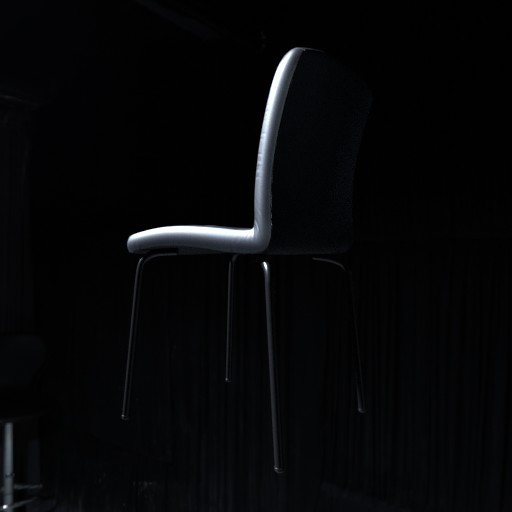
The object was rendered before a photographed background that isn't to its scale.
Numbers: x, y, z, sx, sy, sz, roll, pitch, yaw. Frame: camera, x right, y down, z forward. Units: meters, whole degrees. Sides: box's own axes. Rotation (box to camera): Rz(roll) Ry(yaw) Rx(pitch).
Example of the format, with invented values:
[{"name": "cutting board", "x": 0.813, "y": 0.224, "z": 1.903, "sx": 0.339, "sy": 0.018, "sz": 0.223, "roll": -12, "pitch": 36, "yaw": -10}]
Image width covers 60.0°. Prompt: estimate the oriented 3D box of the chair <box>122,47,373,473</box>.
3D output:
[{"name": "chair", "x": 0.000, "y": 0.000, "z": 1.193, "sx": 0.572, "sy": 0.872, "sz": 0.450, "roll": 0, "pitch": 1, "yaw": 37}]
